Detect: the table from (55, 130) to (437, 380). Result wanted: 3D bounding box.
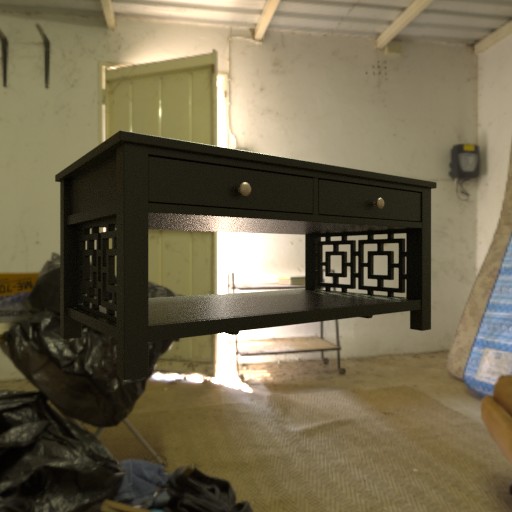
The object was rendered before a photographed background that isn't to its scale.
[{"bbox_3d":[0.000,0.000,1.413,1.068,0.493,0.612,0,0,-35],"label":"table"}]
